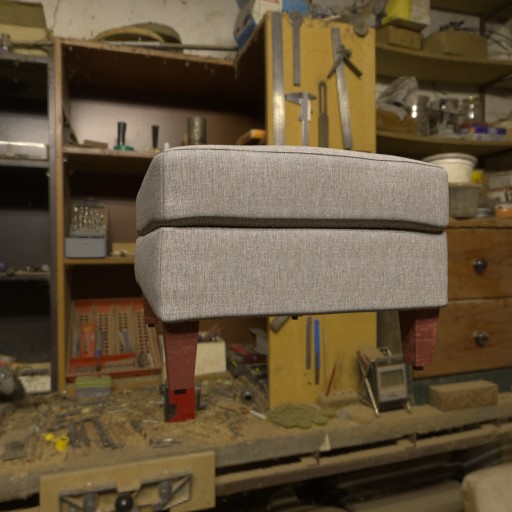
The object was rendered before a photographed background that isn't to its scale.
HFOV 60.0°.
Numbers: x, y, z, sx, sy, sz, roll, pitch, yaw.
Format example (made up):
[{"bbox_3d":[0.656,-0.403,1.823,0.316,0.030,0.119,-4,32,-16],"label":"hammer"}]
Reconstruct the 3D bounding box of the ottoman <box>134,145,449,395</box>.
[{"bbox_3d":[0.000,0.000,1.250,0.639,0.494,0.873,0,1,-17],"label":"ottoman"}]
